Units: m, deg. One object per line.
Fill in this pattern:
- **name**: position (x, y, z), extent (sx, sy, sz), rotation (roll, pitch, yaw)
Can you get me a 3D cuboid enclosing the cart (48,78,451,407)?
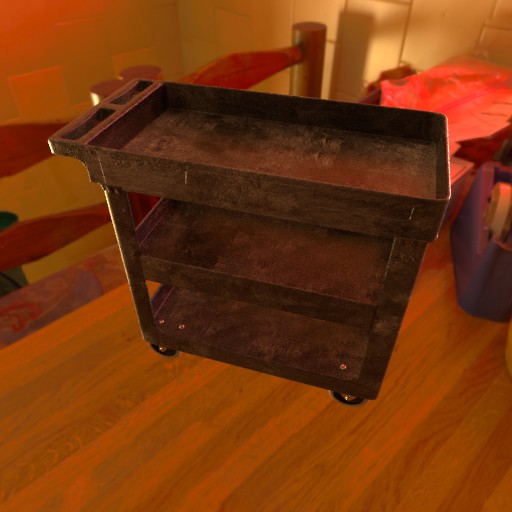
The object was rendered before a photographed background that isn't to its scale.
- **cart**: position (0.000, 0.000, 1.326), extent (0.877, 0.824, 0.420), rotation (11, 42, 13)
